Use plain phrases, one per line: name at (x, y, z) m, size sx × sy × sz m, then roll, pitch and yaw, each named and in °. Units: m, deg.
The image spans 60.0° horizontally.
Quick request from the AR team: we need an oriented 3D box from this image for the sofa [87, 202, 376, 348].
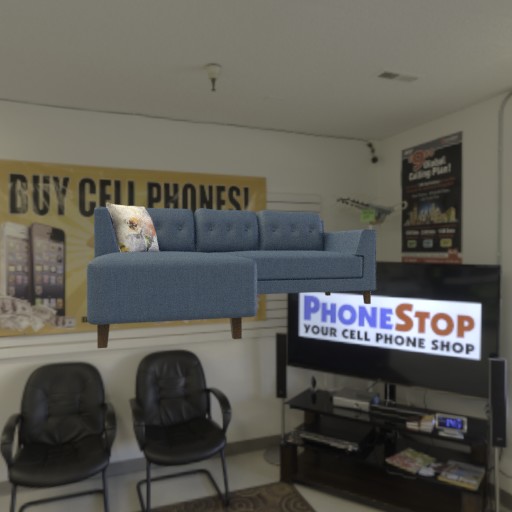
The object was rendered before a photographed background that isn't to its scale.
sofa at (0.000, 0.000, 3.075) m, size 2.120 × 0.787 × 1.829 m, roll 0°, pitch 1°, yaw -18°
